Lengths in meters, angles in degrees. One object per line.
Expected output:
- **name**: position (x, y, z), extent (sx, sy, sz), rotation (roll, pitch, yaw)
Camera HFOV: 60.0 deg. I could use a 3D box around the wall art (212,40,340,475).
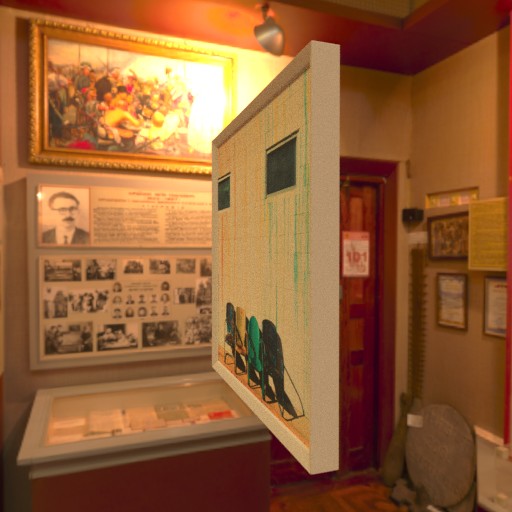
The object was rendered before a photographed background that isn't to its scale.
- **wall art**: position (0.000, 0.000, 0.763), extent (0.037, 0.508, 0.508), rotation (0, 1, -19)
